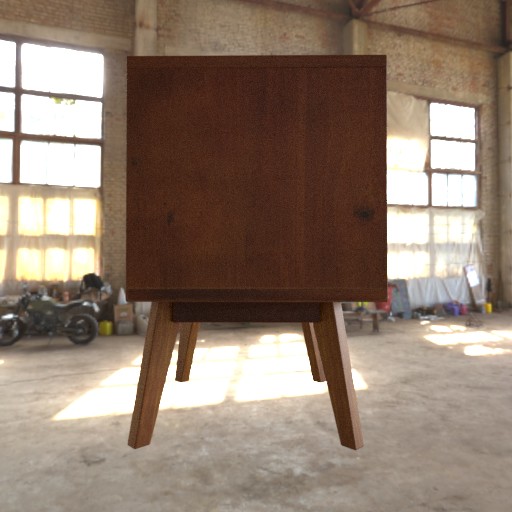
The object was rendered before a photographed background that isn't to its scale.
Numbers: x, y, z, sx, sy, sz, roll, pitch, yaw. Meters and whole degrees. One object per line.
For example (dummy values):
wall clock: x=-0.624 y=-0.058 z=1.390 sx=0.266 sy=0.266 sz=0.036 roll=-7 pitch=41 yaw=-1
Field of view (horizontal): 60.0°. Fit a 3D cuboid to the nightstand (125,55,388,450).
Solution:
nightstand: x=0.000 y=0.000 z=0.913 sx=0.411 sy=0.618 sz=0.460 roll=0 pitch=-1 yaw=1
